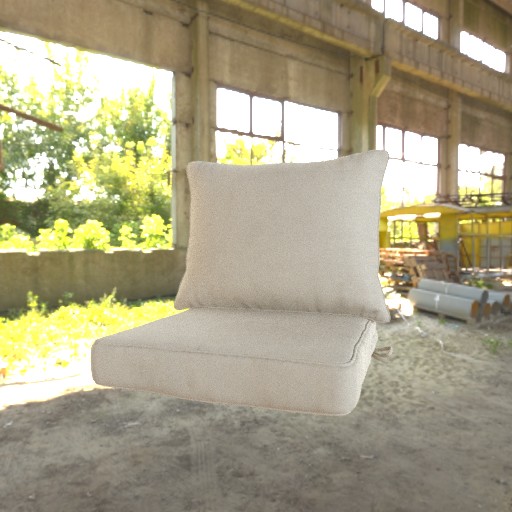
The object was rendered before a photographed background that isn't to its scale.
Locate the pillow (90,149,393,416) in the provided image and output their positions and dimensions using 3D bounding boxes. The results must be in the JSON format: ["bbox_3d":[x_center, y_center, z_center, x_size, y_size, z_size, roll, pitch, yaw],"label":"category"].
[{"bbox_3d":[0.000,0.000,1.368,0.798,0.716,0.733,1,2,19],"label":"pillow"}]
